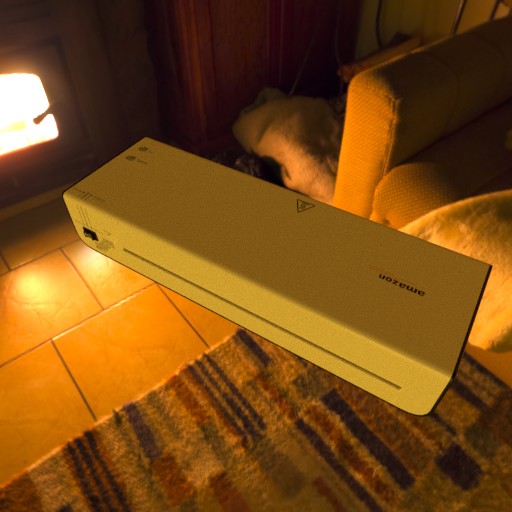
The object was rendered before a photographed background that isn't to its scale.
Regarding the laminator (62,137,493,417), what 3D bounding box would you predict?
[{"bbox_3d":[0.000,0.000,0.377,0.340,0.062,0.123,24,51,21],"label":"laminator"}]
